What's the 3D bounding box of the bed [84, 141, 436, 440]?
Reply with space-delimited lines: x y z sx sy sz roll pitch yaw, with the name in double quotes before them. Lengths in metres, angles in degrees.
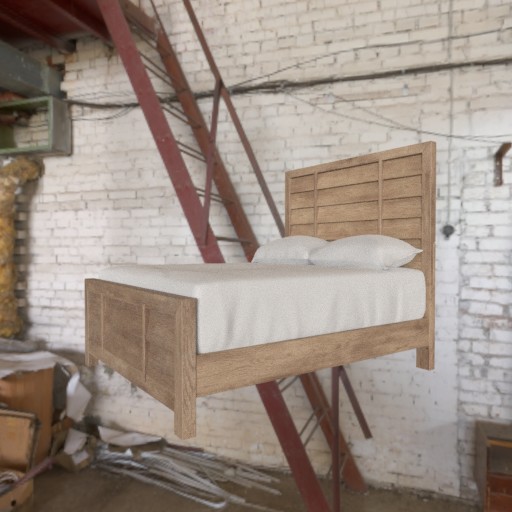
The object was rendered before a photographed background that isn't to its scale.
"bed" 0.000 0.000 3.242 2.017 1.631 1.615 -1 2 -36
